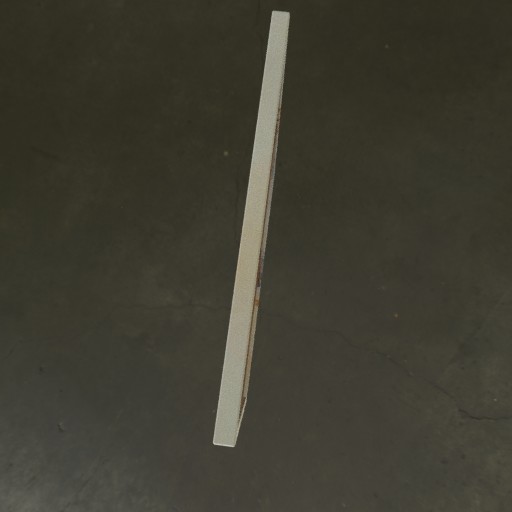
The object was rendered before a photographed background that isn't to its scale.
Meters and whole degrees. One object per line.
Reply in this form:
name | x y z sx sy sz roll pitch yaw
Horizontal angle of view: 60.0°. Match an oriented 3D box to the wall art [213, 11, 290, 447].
wall art | 0.000 0.000 1.293 0.038 0.889 0.889 7 76 2
